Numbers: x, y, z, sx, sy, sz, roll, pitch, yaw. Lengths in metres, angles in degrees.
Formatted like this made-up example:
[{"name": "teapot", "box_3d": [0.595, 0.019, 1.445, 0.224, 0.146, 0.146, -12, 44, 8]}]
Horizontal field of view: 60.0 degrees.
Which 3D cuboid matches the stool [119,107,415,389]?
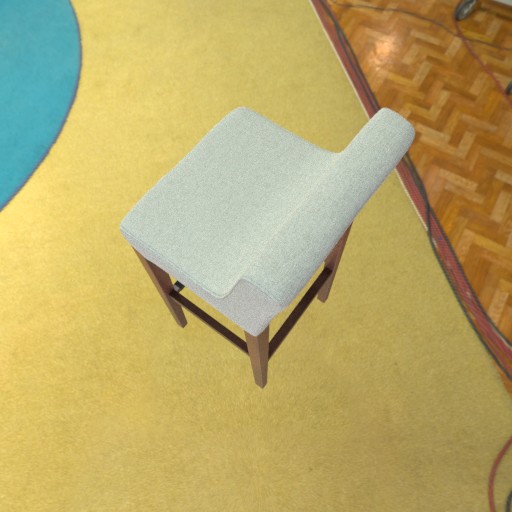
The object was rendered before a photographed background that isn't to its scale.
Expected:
[{"name": "stool", "box_3d": [0.000, 0.000, 1.354, 0.500, 1.037, 0.511, 34, 68, 15]}]
